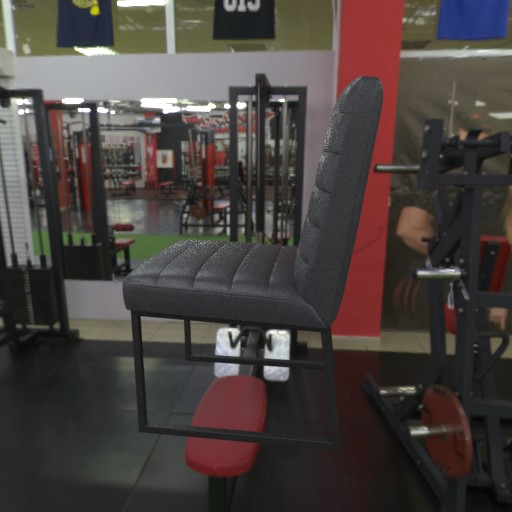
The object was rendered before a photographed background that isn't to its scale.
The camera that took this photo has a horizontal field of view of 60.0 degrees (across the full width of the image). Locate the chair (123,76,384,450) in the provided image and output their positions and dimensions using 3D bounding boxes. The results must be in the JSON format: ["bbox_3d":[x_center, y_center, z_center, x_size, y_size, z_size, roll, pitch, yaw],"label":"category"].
[{"bbox_3d":[0.000,0.000,1.319,0.634,0.930,0.520,2,13,8],"label":"chair"}]
